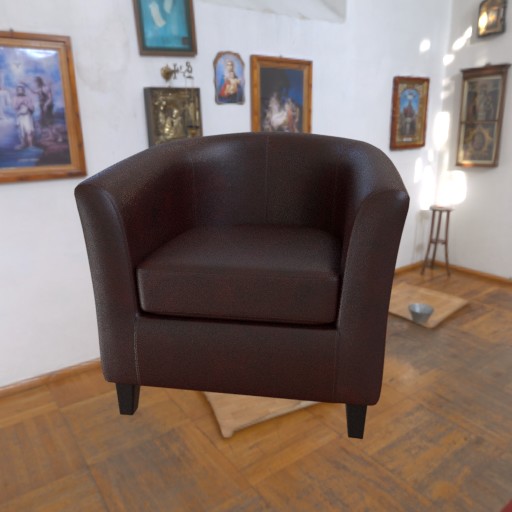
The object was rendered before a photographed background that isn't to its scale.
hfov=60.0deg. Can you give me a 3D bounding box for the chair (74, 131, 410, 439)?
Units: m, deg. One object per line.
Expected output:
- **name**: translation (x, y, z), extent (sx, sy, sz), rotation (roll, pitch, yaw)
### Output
- **chair**: translation (0.000, 0.000, 1.389), extent (0.792, 0.756, 0.727), rotation (2, 15, 9)
